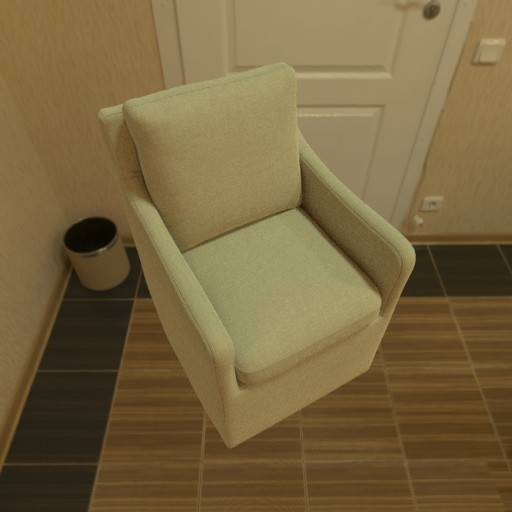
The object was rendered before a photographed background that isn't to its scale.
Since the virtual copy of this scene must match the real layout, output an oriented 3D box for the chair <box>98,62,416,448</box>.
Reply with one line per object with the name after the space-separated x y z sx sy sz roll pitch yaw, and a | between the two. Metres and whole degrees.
0.000 0.000 1.355 0.626 0.914 0.694 -23 52 -19 | chair
